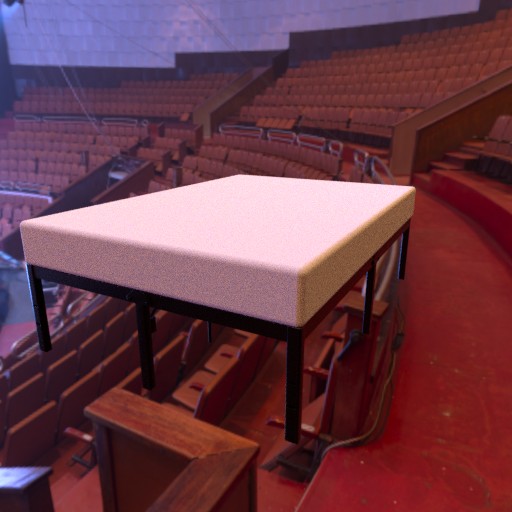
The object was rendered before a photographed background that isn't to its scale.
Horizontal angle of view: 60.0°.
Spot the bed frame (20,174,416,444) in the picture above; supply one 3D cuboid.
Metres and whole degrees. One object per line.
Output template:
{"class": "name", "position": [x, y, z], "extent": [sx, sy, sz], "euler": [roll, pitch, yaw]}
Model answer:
{"class": "bed frame", "position": [0.000, 0.000, 2.599], "extent": [1.408, 0.659, 1.956], "euler": [9, 20, 27]}
